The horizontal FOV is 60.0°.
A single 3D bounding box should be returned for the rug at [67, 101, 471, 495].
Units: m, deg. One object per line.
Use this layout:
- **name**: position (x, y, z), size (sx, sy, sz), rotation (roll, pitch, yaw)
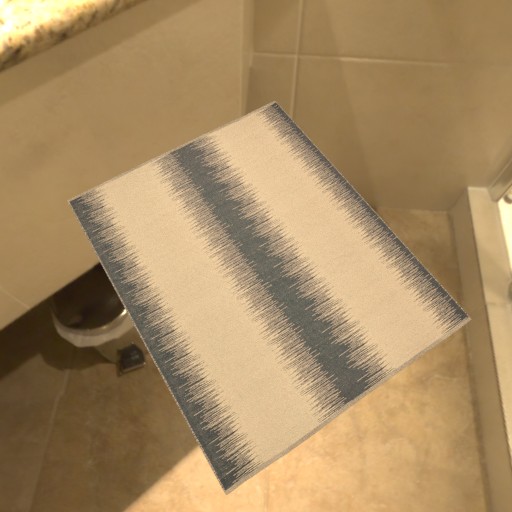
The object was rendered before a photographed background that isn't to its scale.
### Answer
- **rug**: position (0.000, 0.000, 4.062), size (2.453, 0.004, 3.037), rotation (-30, 67, -14)
